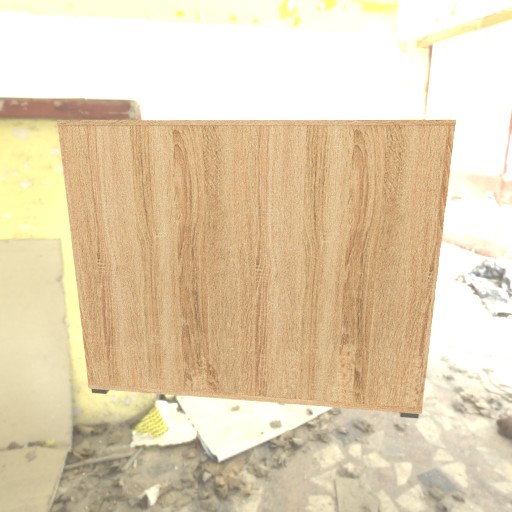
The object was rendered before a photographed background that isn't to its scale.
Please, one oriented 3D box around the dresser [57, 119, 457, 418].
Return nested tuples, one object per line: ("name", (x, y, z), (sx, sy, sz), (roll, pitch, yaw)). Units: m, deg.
("dresser", (0.000, 0.000, 1.546), (1.100, 0.900, 0.450), (2, 16, 7))
